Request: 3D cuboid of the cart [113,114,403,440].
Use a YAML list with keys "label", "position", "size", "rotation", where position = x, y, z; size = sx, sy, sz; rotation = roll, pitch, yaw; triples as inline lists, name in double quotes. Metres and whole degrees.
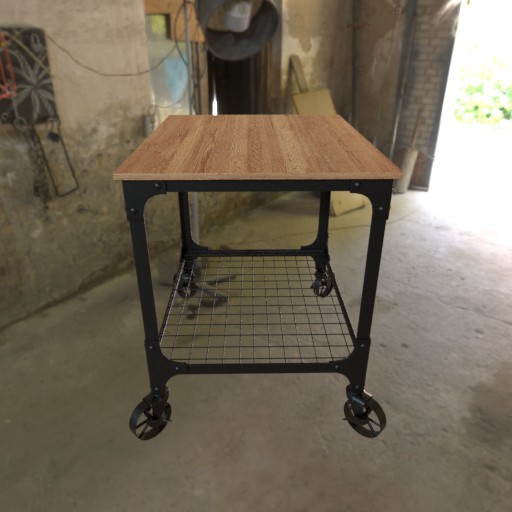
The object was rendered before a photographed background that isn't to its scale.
- label: "cart"
  position: [0.000, 0.000, 1.132]
  size: [0.558, 0.603, 0.666]
  rotation: [0, 27, -1]
